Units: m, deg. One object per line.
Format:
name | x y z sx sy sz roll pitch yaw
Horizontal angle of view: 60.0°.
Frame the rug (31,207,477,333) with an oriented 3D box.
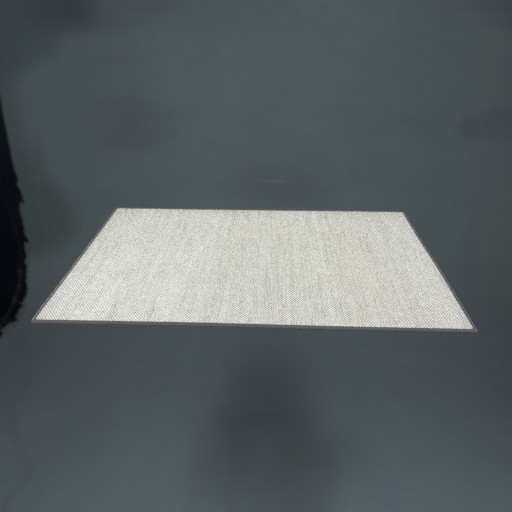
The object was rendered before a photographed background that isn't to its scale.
rug | 0.000 0.000 2.115 1.676 0.013 1.067 1 30 2
